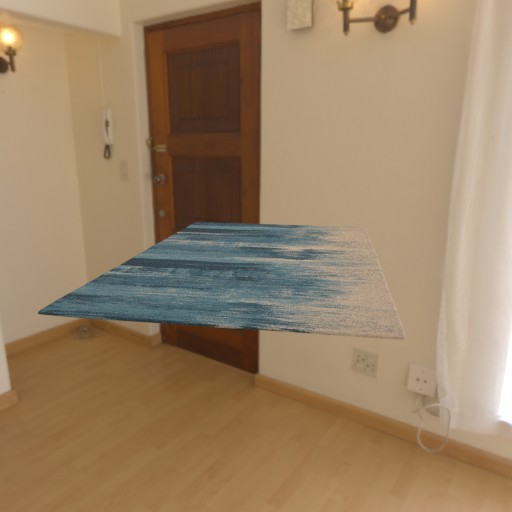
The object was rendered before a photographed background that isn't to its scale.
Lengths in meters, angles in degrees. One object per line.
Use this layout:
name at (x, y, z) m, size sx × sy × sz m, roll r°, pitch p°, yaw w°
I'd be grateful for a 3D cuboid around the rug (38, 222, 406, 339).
rug at (0.000, 0.000, 2.292) m, size 1.232 × 0.009 × 1.836 m, roll 2°, pitch 14°, yaw 9°
